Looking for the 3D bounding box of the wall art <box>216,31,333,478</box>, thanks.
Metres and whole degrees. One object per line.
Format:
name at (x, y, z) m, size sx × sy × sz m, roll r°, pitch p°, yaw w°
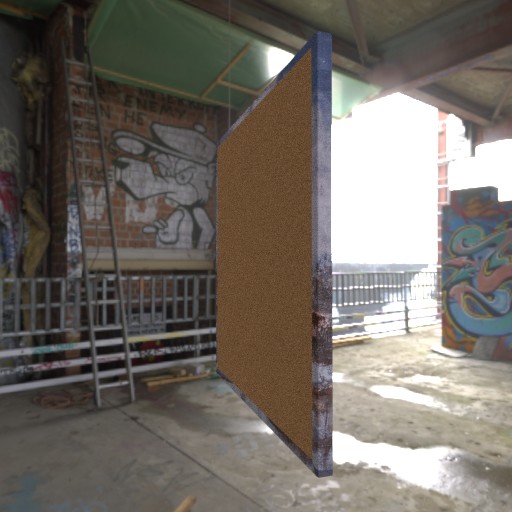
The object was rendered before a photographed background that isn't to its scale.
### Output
wall art at (0.000, 0.000, 1.313) m, size 0.035 × 0.897 × 0.888 m, roll 0°, pitch -1°, yaw -18°
